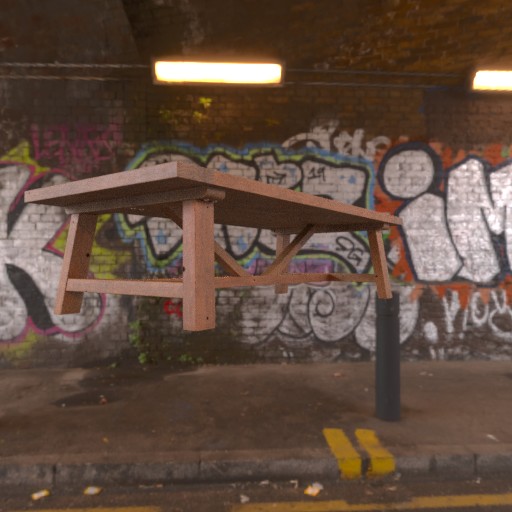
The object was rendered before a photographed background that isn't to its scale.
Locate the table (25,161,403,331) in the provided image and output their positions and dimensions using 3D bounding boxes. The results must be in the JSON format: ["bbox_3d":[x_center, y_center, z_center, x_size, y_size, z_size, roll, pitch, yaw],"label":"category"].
[{"bbox_3d":[0.000,0.000,2.131,0.820,0.465,1.800,-1,-1,37],"label":"table"}]
